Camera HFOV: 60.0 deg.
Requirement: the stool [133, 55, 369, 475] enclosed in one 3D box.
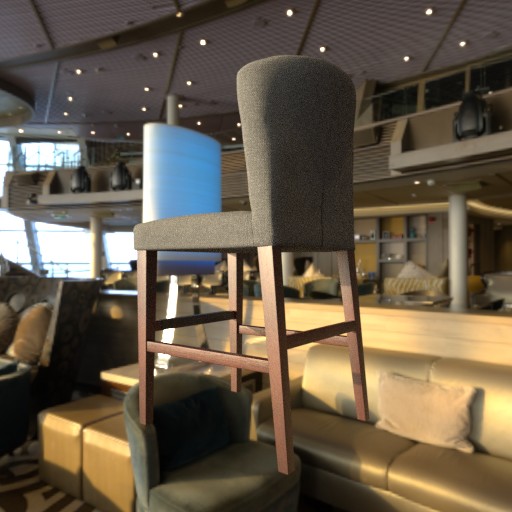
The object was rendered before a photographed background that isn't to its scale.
[{"bbox_3d":[0.000,0.000,1.303,0.568,0.968,0.479,-1,-1,37],"label":"stool"}]
